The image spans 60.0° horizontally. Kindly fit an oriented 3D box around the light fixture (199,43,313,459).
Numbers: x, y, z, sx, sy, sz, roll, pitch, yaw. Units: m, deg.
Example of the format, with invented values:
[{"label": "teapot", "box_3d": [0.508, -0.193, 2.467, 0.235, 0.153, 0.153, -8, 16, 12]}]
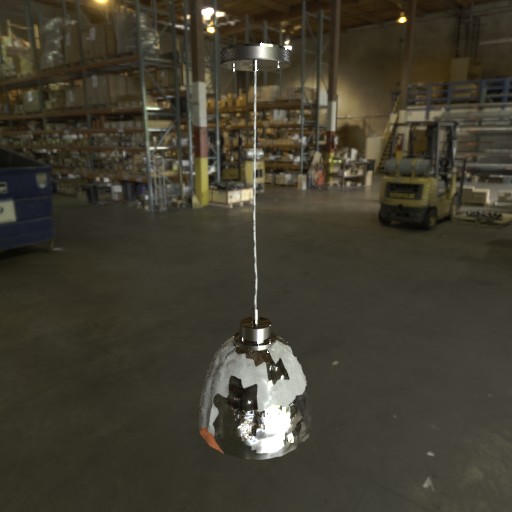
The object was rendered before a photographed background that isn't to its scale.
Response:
[{"label": "light fixture", "box_3d": [0.000, 0.000, 1.772, 0.496, 1.511, 0.500, 7, 16, 26]}]
